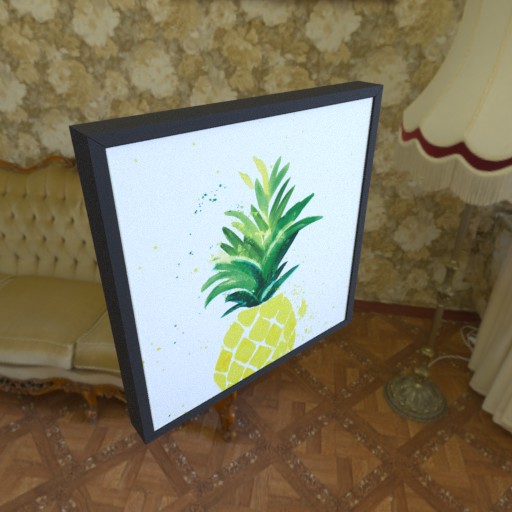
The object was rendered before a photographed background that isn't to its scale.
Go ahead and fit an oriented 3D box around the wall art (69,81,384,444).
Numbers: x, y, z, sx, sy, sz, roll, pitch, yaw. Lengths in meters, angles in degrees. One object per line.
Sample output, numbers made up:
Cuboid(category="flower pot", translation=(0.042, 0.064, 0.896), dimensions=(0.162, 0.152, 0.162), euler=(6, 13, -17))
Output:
Cuboid(category="wall art", translation=(0.000, 0.000, 0.453), dimensions=(0.305, 0.304, 0.033), euler=(-22, 37, -33))
